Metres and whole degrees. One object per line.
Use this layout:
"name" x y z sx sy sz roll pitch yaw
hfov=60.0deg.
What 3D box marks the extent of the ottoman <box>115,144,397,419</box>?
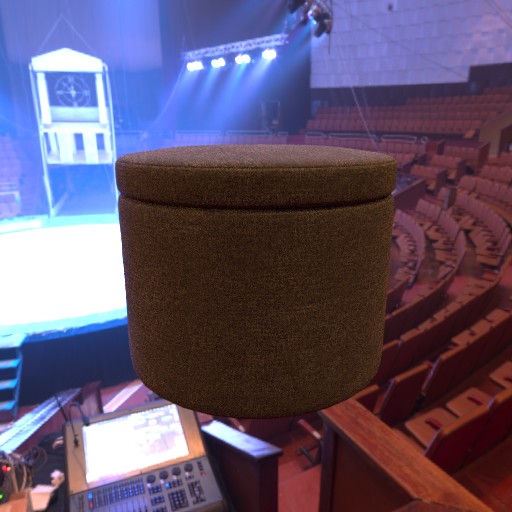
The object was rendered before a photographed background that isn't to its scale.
"ottoman" 0.000 0.000 0.867 0.500 0.419 0.500 0 15 0
